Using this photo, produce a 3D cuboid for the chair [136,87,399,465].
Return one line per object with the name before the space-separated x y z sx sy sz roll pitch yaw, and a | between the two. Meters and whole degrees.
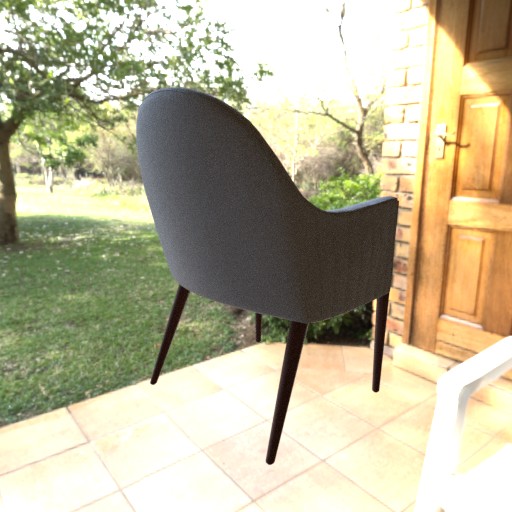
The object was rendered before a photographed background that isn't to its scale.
chair | 0.000 0.000 1.322 0.620 0.889 0.610 -12 18 -43
